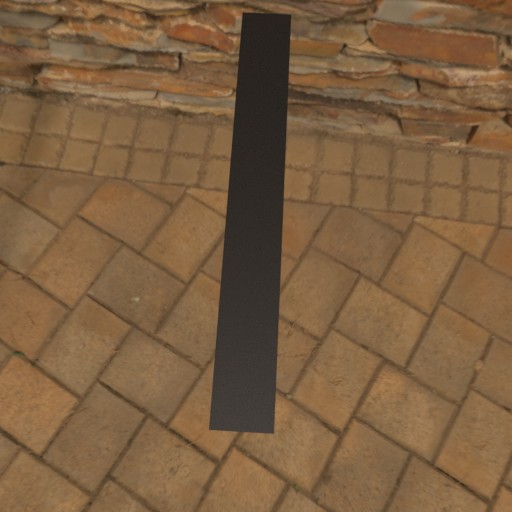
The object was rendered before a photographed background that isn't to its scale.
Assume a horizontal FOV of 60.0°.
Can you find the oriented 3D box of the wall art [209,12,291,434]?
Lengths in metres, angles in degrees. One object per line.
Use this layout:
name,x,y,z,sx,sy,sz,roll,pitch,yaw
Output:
wall art,0.000,0.000,0.447,0.038,0.304,0.305,3,73,1
